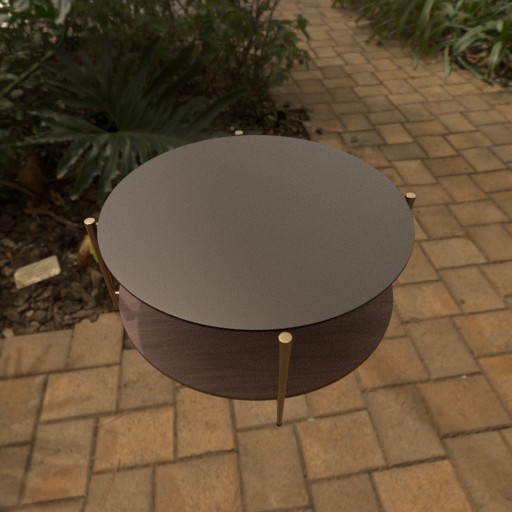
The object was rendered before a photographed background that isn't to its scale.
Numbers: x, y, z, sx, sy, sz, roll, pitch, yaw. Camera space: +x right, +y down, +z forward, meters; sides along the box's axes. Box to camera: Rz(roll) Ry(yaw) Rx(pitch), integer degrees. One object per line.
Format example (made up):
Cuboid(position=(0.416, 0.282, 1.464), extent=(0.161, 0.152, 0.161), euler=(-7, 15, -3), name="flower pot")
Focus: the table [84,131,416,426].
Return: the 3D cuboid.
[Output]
Cuboid(position=(0.000, 0.000, 1.487), extent=(0.938, 0.400, 0.938), euler=(-27, 49, -27), name="table")
